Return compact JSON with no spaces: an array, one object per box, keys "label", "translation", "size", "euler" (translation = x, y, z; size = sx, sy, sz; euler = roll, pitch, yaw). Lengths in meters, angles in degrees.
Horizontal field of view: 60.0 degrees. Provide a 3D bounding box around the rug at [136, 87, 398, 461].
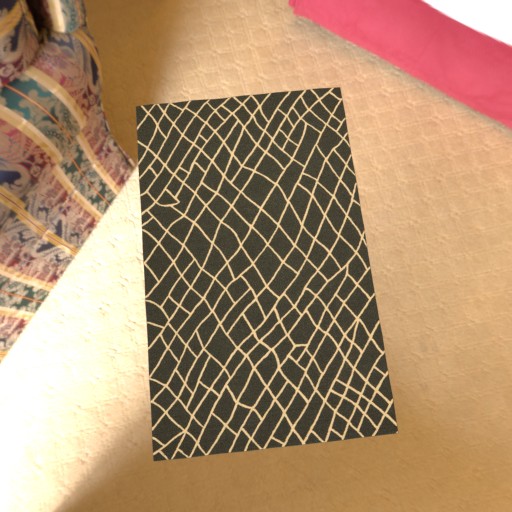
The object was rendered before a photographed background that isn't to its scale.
[{"label":"rug","translation":[0.000,0.000,3.016],"size":[1.529,0.017,2.448],"euler":[-6,77,-1]}]
